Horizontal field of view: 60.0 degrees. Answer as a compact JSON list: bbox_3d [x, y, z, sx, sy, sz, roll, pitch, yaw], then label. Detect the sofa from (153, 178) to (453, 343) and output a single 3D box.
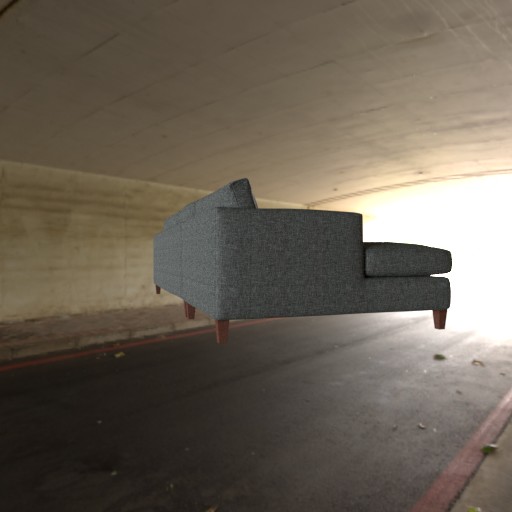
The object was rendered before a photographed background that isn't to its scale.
[{"bbox_3d":[0.000,0.000,4.259,1.635,0.960,3.485,0,0,-18],"label":"sofa"}]
